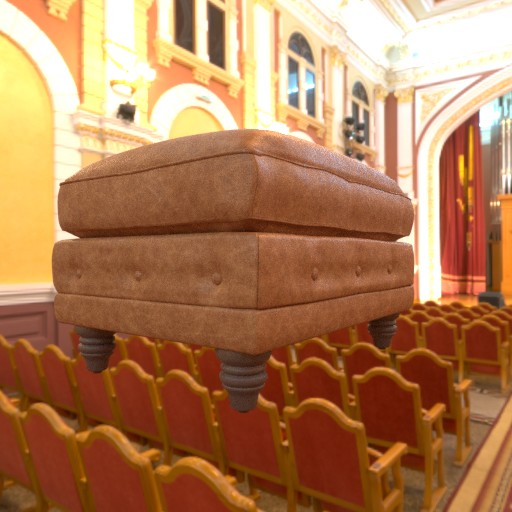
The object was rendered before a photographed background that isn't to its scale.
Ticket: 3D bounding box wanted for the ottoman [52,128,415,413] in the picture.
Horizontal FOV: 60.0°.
[{"bbox_3d":[0.000,0.000,1.034,0.533,0.480,0.710,0,0,37],"label":"ottoman"}]
